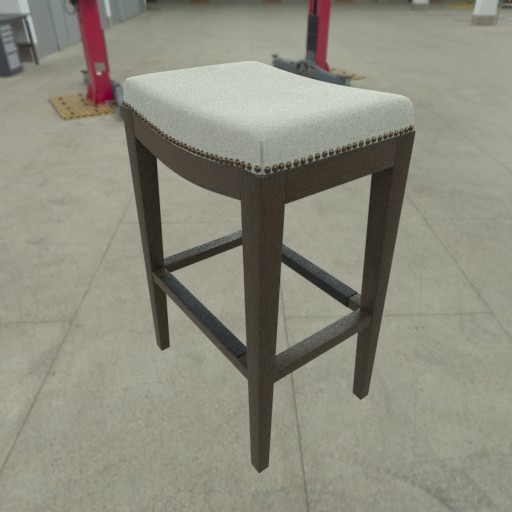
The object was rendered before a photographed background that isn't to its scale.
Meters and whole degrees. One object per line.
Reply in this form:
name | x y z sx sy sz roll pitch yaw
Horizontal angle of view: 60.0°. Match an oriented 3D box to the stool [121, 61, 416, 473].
stool | 0.000 0.000 1.029 0.358 0.759 0.498 -22 39 -30
